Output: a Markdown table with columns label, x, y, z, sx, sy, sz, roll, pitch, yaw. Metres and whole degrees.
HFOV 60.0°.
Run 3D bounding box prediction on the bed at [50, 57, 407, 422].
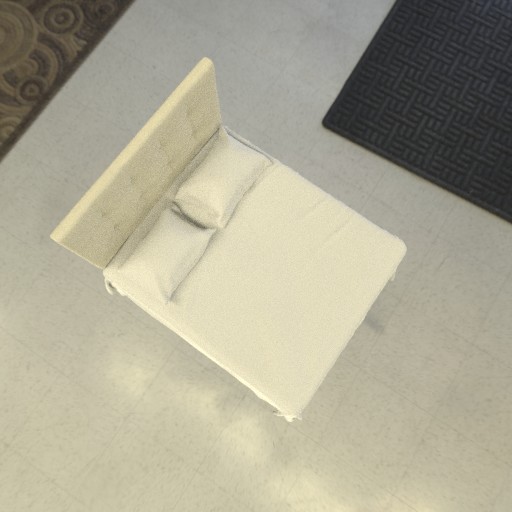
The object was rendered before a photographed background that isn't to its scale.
| label | x | y | z | sx | sy | sz | roll | pitch | yaw |
| --- | --- | --- | --- | --- | --- | --- | --- | --- | --- |
| bed | 0.000 | 0.000 | 3.557 | 2.222 | 1.577 | 1.936 | 35 | 79 | 8 |
